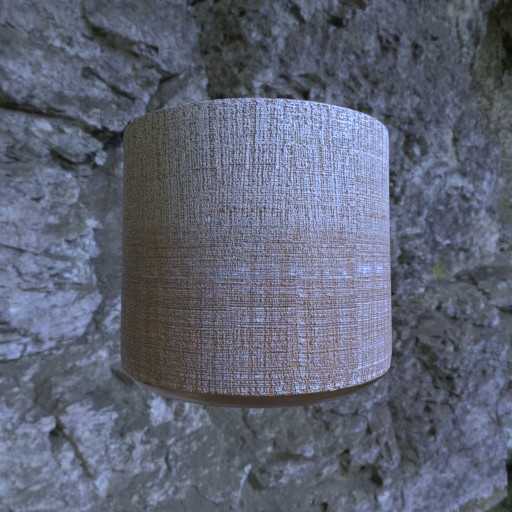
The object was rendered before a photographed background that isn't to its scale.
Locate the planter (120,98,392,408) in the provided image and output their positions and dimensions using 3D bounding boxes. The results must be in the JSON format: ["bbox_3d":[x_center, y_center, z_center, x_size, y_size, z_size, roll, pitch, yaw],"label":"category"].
[{"bbox_3d":[0.000,0.000,0.186,0.109,0.096,0.109,0,0,0],"label":"planter"}]
